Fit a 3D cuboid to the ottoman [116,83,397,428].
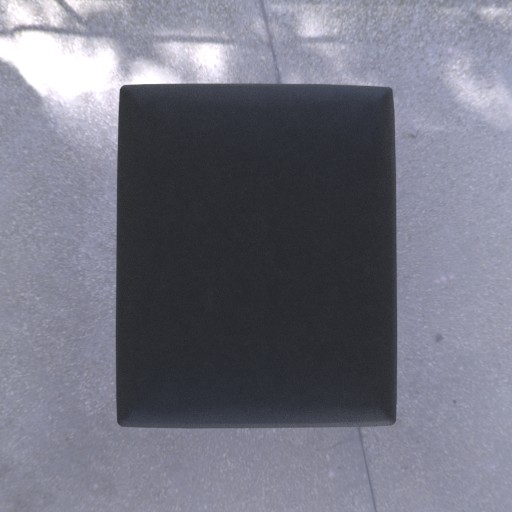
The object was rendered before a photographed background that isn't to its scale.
[{"bbox_3d":[0.000,0.000,1.775,0.967,0.696,1.187,0,89,-1],"label":"ottoman"}]
